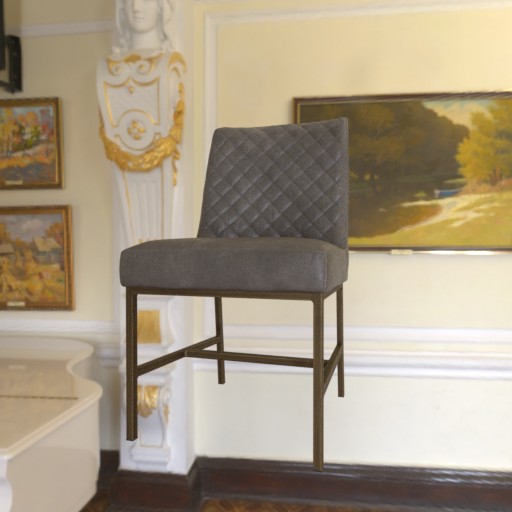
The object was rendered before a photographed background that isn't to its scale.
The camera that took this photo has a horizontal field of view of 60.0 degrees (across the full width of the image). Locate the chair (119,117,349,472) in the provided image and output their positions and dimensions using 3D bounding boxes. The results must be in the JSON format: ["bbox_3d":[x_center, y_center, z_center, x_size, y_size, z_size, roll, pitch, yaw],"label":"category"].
[{"bbox_3d":[0.000,0.000,1.247,0.508,0.889,0.587,0,1,19],"label":"chair"}]
